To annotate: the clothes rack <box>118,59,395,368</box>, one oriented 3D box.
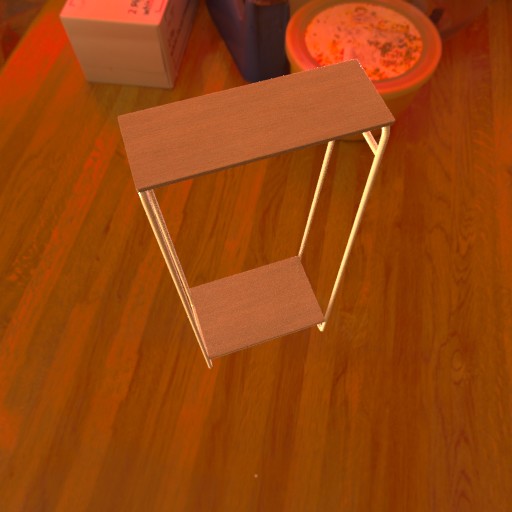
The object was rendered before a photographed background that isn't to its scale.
[{"bbox_3d":[0.000,0.000,1.756,0.640,1.512,0.400,-17,65,-8],"label":"clothes rack"}]
